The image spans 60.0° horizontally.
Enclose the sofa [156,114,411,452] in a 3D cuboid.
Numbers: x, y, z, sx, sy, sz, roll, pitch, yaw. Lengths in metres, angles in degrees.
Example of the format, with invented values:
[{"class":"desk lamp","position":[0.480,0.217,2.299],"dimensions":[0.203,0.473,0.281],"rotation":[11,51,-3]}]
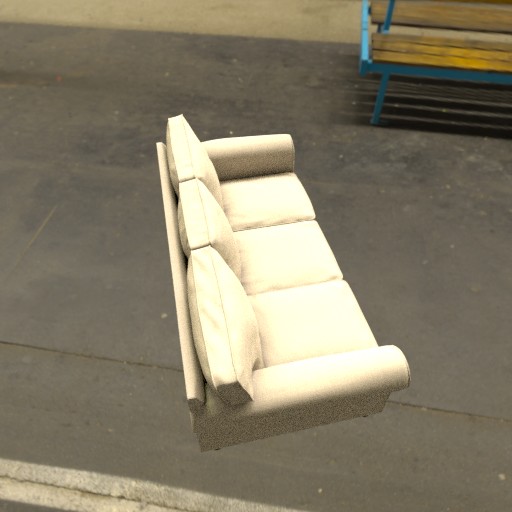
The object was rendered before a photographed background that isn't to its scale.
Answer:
[{"class":"sofa","position":[0.000,0.000,2.698],"dimensions":[0.998,0.889,2.118],"rotation":[-9,47,-9]}]
